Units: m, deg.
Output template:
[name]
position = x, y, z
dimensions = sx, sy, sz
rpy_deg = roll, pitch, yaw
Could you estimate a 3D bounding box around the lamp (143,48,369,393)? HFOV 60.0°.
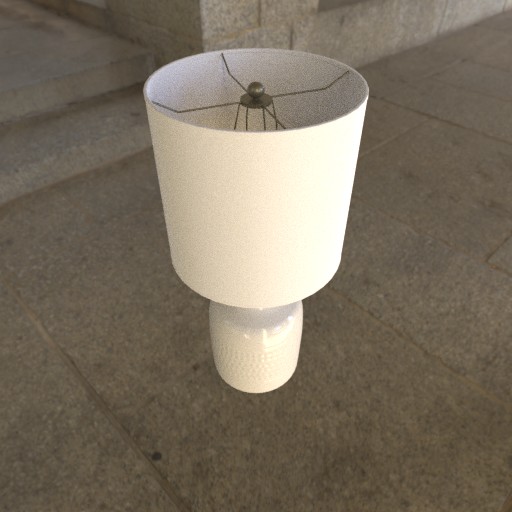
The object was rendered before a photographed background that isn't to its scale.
[lamp]
position = 0.000, 0.000, 0.505
dimensions = 0.188, 0.392, 0.188
rpy_deg = 11, 43, 12
